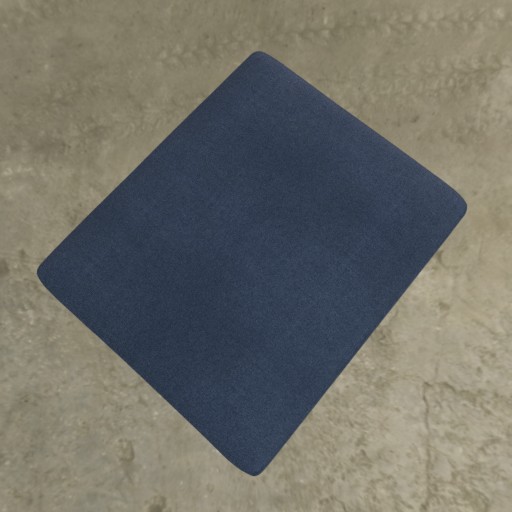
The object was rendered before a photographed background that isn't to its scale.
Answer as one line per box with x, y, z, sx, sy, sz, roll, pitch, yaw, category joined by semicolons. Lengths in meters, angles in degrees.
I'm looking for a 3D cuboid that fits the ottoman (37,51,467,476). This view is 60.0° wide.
0.000;0.000;1.215;0.693;0.474;0.821;40;79;9;ottoman
